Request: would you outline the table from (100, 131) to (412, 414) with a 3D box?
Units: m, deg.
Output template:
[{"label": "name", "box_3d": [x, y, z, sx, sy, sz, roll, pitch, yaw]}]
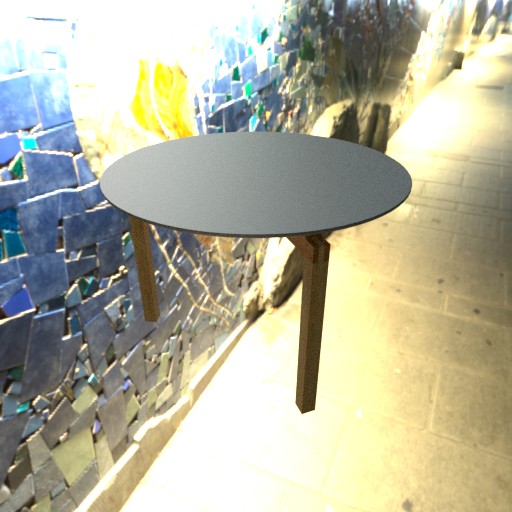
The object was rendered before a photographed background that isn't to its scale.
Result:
[{"label": "table", "box_3d": [0.000, 0.000, 0.989, 0.600, 0.405, 0.600, 0, 29, 0]}]
